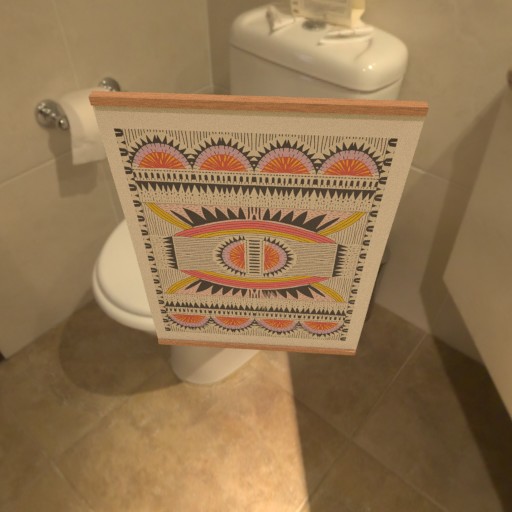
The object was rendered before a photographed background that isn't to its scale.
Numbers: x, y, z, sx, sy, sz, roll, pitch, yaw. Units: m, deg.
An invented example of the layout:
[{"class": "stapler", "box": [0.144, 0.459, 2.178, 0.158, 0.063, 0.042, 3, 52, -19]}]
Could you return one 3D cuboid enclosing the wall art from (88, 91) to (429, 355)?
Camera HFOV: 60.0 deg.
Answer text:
[{"class": "wall art", "box": [0.000, 0.000, 1.362, 0.765, 1.016, 0.028, 3, 46, 3]}]
